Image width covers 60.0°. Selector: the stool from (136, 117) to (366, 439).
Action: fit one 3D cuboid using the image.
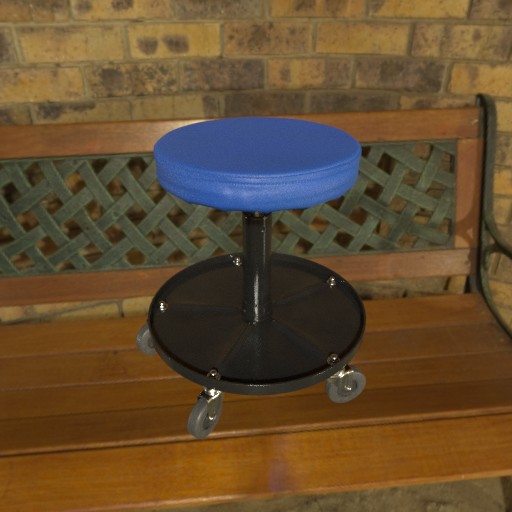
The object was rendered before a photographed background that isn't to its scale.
[{"bbox_3d":[0.000,0.000,0.684,0.381,0.365,0.382,-21,36,-31],"label":"stool"}]
